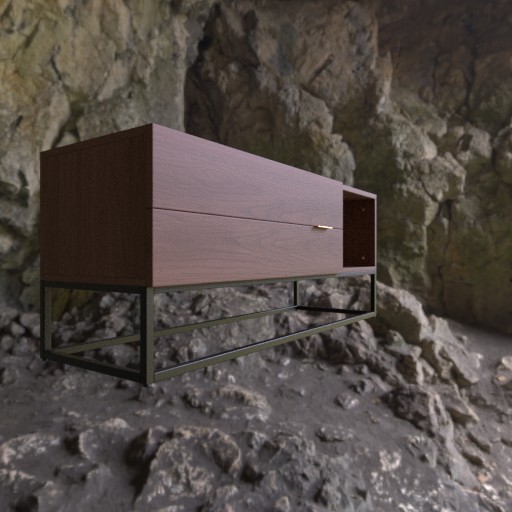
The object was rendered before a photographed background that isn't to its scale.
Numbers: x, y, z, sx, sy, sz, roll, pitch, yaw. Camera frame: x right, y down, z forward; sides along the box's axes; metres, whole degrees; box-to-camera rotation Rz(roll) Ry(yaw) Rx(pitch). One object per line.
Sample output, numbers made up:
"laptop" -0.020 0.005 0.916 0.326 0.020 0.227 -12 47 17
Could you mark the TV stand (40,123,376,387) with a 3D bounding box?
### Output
"TV stand" 0.000 0.000 1.429 0.415 0.500 1.200 0 0 36
